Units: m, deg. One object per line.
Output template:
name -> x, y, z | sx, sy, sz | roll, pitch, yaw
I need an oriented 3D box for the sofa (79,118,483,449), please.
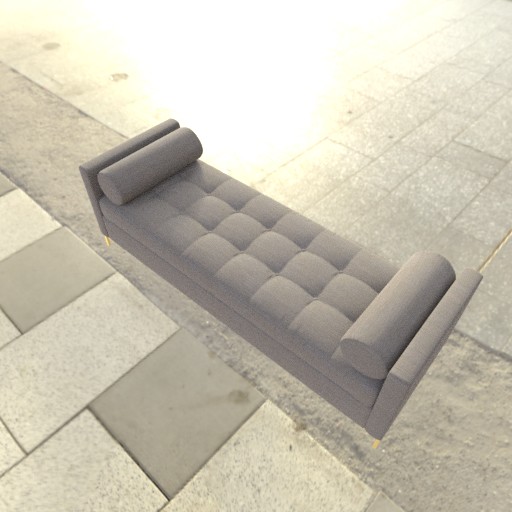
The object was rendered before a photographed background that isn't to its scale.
sofa -> 0.000, 0.000, 2.360 | 1.981, 0.635, 0.686 | 32, 55, 26
